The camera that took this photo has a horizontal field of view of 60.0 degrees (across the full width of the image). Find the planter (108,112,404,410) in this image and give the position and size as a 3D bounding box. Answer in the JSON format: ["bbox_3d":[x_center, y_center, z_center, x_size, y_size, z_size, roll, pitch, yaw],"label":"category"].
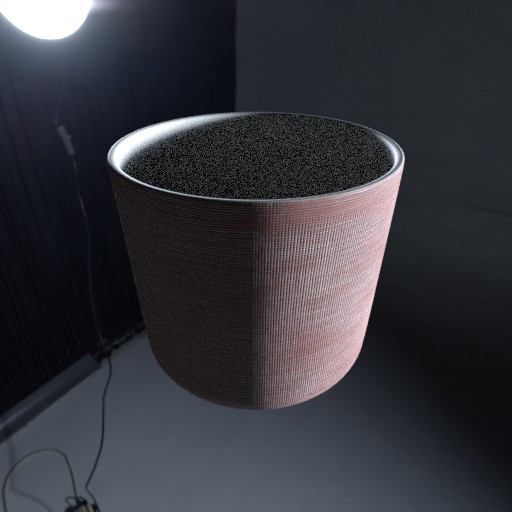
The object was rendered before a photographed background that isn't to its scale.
[{"bbox_3d":[0.000,0.000,0.783,0.440,0.398,0.440,0,31,0],"label":"planter"}]
